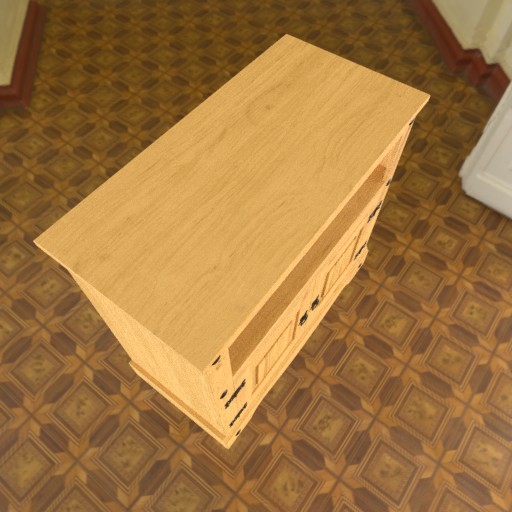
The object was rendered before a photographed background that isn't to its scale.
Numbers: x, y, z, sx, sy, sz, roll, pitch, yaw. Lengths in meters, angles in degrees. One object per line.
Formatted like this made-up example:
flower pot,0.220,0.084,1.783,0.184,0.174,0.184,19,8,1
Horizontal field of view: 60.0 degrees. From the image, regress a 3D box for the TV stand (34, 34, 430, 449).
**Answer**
TV stand,0.000,0.000,1.295,0.430,0.787,0.851,32,63,19
